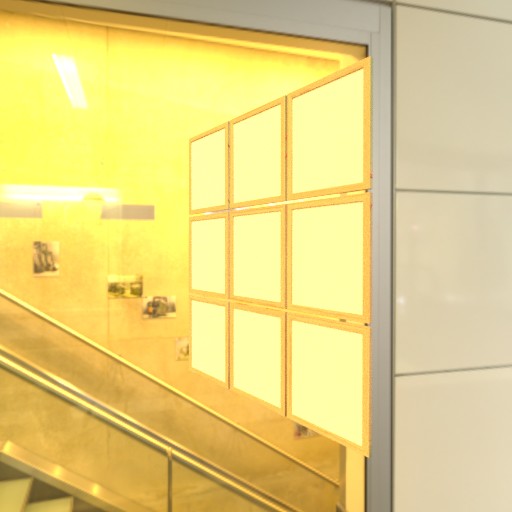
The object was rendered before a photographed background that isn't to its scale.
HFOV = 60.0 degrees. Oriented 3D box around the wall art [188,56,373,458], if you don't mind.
[{"bbox_3d":[0.000,0.000,1.843,0.013,1.219,1.214,-1,1,-35],"label":"wall art"}]
